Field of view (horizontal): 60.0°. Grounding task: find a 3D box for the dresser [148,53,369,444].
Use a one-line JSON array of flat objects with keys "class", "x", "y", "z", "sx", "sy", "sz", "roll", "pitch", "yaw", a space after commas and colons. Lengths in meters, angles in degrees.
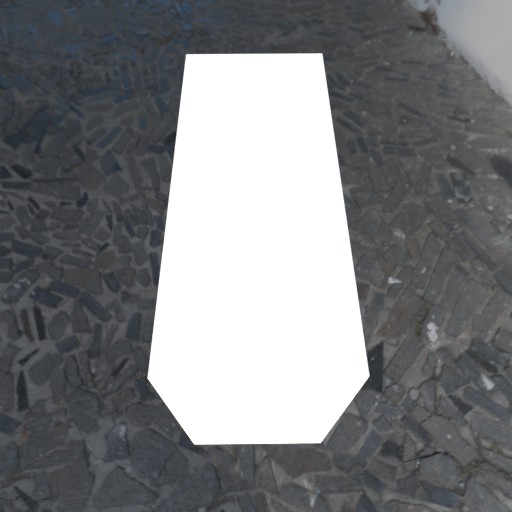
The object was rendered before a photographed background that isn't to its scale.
[{"class": "dresser", "x": 0.000, "y": 0.000, "z": 1.556, "sx": 0.460, "sy": 0.820, "sz": 1.100, "roll": -1, "pitch": 58, "yaw": 0}]
